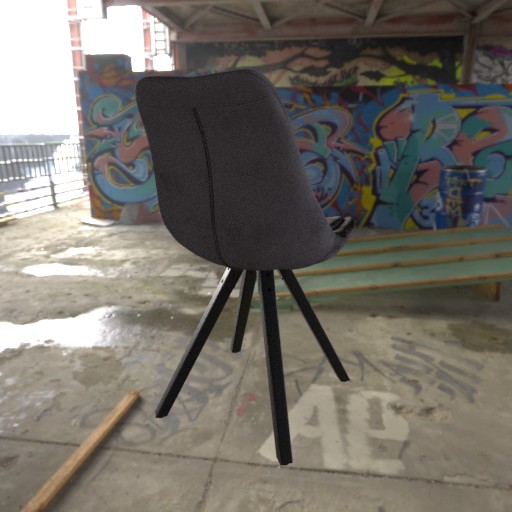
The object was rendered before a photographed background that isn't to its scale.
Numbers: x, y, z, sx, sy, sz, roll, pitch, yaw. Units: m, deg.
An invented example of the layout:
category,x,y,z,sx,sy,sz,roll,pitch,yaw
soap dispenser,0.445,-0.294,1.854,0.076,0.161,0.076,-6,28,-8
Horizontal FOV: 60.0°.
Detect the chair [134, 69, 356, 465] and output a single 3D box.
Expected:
category,x,y,z,sx,sy,sz,roll,pitch,yaw
chair,0.000,0.000,1.177,0.476,0.850,0.550,8,17,27
